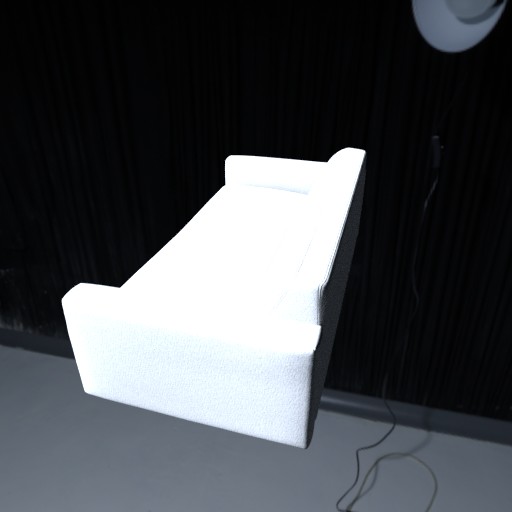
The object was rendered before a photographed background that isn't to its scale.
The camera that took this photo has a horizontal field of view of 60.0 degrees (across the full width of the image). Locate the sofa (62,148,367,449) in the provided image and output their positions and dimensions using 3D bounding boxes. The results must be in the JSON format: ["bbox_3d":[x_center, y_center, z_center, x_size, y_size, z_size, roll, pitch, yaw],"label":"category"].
[{"bbox_3d":[0.000,0.000,2.383,0.969,0.814,1.895,8,31,15],"label":"sofa"}]
